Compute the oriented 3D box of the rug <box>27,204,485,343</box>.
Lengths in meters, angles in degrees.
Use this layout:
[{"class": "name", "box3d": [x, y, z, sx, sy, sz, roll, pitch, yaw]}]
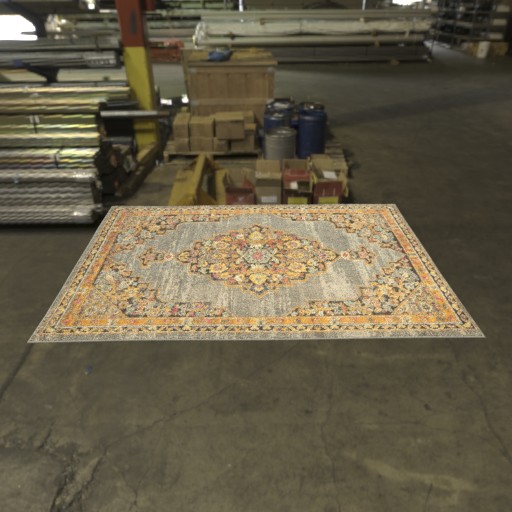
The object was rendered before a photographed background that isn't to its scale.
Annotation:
[{"class": "rug", "box3d": [0.000, 0.000, 3.872, 3.063, 0.024, 2.158, 0, 31, -1]}]
